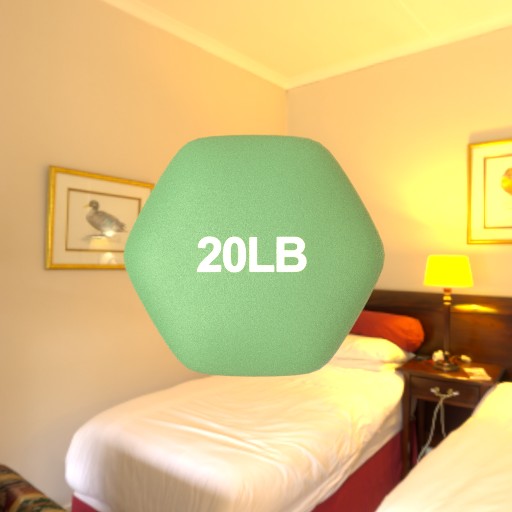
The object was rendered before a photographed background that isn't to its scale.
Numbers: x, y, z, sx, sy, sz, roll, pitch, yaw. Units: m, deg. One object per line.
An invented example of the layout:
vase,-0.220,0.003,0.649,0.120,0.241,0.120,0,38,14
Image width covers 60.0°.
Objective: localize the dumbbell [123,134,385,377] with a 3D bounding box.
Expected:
dumbbell,0.000,0.000,0.318,0.126,0.114,0.257,0,0,1
